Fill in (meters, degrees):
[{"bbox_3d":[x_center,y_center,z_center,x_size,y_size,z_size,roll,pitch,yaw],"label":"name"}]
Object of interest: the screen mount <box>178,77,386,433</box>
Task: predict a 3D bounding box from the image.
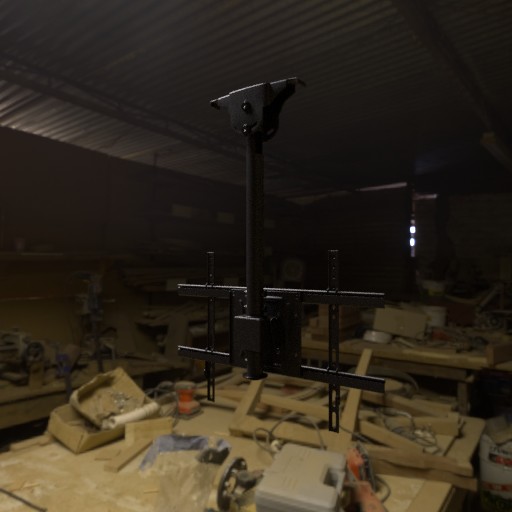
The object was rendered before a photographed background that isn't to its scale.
[{"bbox_3d":[0.000,0.000,1.049,0.595,0.775,0.090,0,-1,36],"label":"screen mount"}]
